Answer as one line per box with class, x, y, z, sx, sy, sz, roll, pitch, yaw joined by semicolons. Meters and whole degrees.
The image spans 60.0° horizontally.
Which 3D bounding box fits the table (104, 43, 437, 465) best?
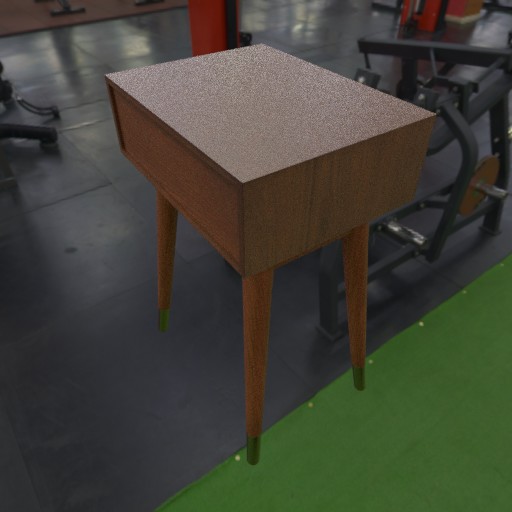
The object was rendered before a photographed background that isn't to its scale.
table;0.000;0.000;0.811;0.300;0.599;0.406;-24;46;-26
